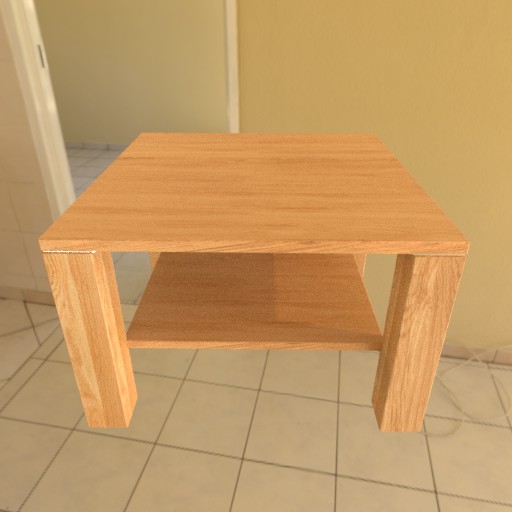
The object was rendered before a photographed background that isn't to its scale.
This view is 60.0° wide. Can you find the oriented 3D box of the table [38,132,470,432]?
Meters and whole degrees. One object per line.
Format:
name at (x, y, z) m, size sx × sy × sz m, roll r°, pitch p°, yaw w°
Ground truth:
table at (0.000, 0.000, 1.130) m, size 0.700 × 0.450 × 0.700 m, roll 0°, pitch 29°, yaw 1°
